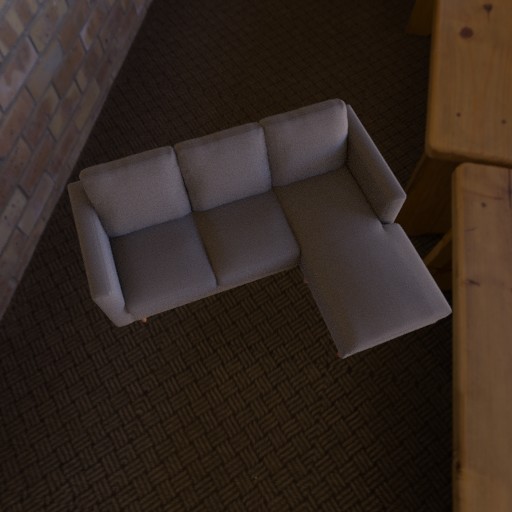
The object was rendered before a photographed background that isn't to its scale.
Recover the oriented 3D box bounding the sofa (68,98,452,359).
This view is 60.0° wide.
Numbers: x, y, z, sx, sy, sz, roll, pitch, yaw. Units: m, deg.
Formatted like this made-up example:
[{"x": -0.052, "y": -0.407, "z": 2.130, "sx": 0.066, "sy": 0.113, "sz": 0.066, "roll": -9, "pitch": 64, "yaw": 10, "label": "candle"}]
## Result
[{"x": 0.000, "y": 0.000, "z": 2.911, "sx": 2.031, "sy": 0.897, "sz": 1.591, "roll": -18, "pitch": 65, "yaw": -9, "label": "sofa"}]
